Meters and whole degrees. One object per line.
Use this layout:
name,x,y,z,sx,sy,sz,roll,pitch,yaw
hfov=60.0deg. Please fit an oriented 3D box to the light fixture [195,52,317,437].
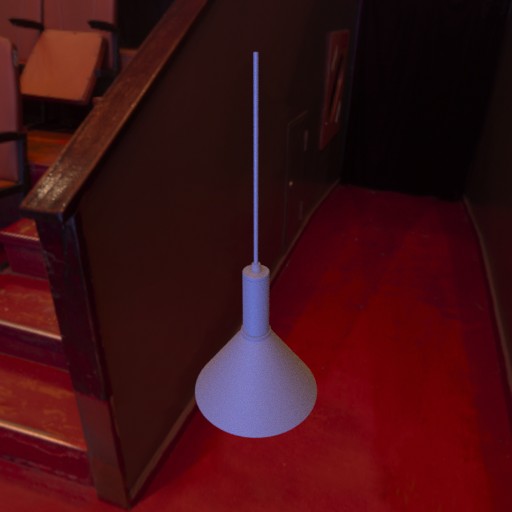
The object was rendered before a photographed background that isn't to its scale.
light fixture,0.000,0.000,0.814,0.267,0.683,0.267,9,31,15
